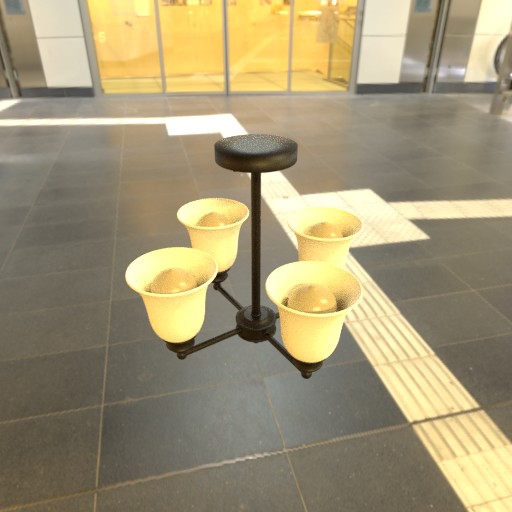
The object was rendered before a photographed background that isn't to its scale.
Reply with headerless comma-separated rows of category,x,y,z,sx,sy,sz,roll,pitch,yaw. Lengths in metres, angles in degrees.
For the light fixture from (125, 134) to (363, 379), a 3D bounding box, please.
light fixture,0.000,0.000,1.830,1.069,0.925,1.069,-18,34,-28
